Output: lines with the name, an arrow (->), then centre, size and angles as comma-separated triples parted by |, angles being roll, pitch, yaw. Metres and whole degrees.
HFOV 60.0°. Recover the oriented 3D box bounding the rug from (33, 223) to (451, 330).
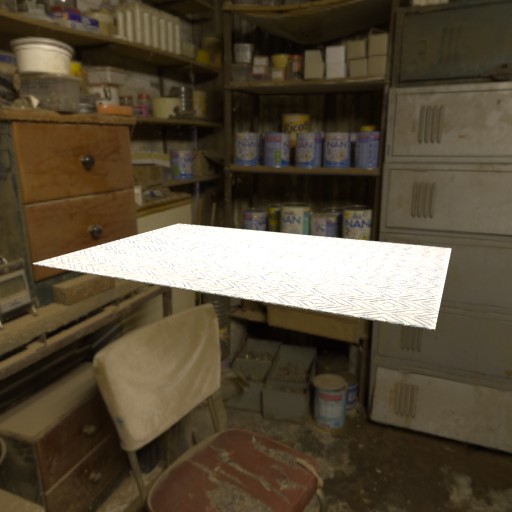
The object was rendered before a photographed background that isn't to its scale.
rug -> 0.000, 0.000, 2.307 | 1.824, 0.008, 1.220 | 7, 16, 25
